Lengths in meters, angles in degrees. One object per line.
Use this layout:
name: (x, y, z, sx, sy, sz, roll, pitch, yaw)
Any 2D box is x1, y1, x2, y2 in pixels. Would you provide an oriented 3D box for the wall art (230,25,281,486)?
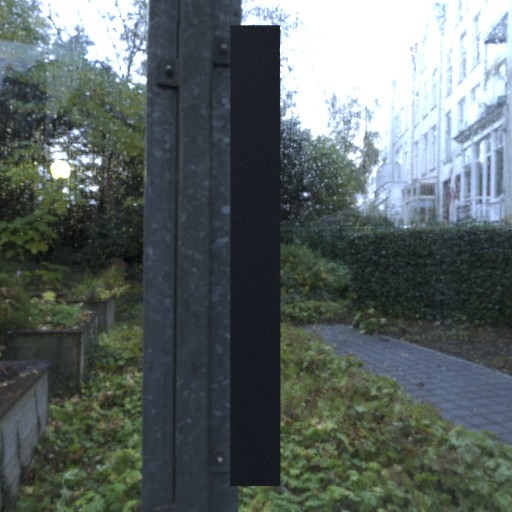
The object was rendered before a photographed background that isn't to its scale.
wall art: (0.000, 0.000, 0.445, 0.033, 0.304, 0.305, 0, 0, 0)
